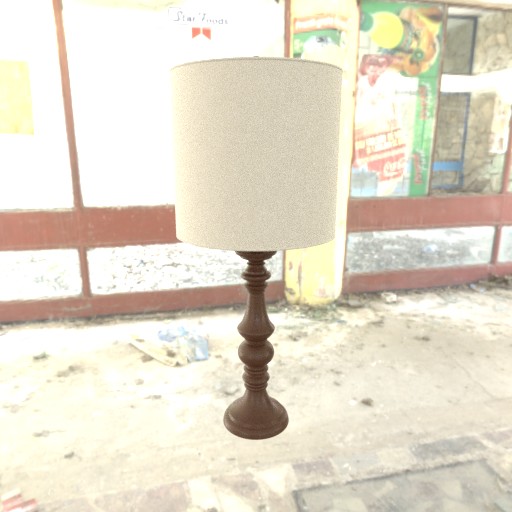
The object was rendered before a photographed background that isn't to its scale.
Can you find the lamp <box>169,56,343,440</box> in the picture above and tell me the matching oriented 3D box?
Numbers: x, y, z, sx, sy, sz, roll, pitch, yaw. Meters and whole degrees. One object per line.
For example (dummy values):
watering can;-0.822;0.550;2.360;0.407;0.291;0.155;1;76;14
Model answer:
lamp;0.000;0.000;0.715;0.250;0.597;0.250;2;14;8
